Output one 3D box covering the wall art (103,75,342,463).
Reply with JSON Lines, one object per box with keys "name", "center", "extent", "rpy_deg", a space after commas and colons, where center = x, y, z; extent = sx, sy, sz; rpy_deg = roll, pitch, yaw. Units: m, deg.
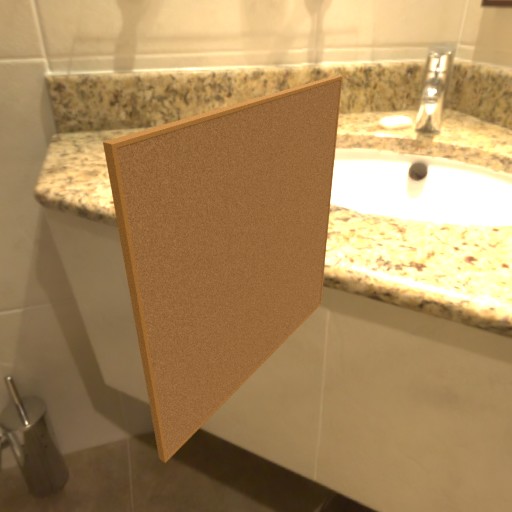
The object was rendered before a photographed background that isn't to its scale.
{"name": "wall art", "center": [0.000, 0.000, 0.671], "extent": [0.013, 0.455, 0.457], "rpy_deg": [20, 36, 30]}
